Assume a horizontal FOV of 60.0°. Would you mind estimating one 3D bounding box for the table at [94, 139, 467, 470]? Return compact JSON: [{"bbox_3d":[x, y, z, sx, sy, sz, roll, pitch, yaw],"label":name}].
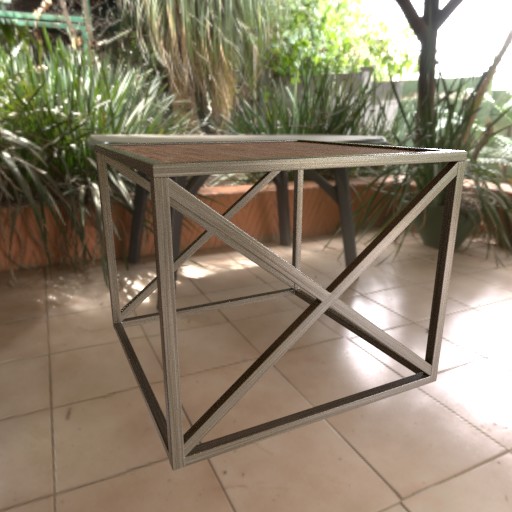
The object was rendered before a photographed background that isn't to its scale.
[{"bbox_3d":[0.000,0.000,1.061,0.611,0.507,0.609,-8,19,-25],"label":"table"}]
